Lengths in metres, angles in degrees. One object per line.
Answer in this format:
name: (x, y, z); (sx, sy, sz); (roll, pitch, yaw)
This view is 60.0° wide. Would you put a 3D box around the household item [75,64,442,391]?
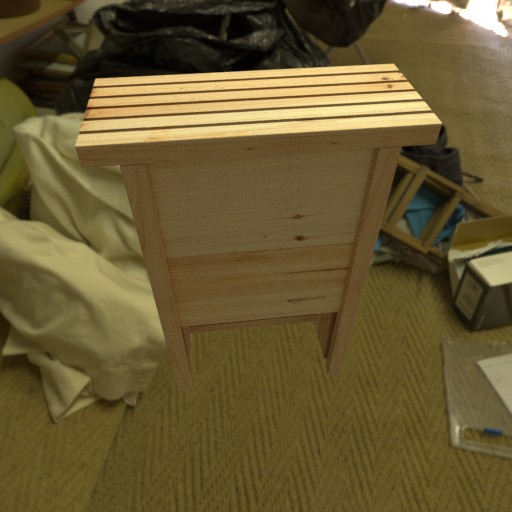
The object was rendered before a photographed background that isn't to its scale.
household item: (0.000, 0.000, 0.547); (0.301, 0.407, 0.123); (-5, 46, -5)
